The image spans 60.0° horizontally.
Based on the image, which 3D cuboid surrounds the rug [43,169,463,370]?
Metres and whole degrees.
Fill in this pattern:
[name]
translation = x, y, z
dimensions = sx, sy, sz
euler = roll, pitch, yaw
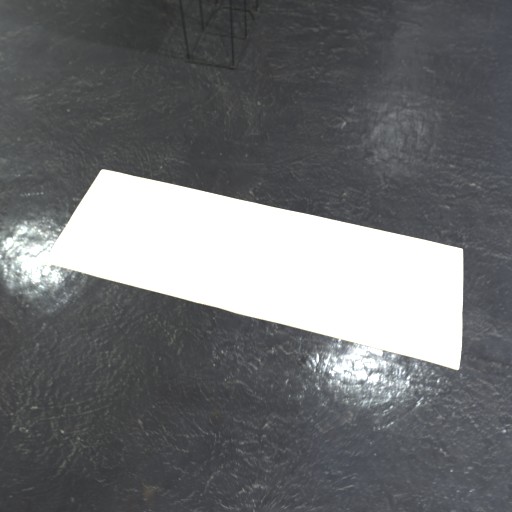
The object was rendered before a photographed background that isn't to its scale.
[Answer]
[rug]
translation = 0.000, 0.000, 2.700
dimensions = 2.450, 0.014, 0.793
euler = 13, 59, 8
